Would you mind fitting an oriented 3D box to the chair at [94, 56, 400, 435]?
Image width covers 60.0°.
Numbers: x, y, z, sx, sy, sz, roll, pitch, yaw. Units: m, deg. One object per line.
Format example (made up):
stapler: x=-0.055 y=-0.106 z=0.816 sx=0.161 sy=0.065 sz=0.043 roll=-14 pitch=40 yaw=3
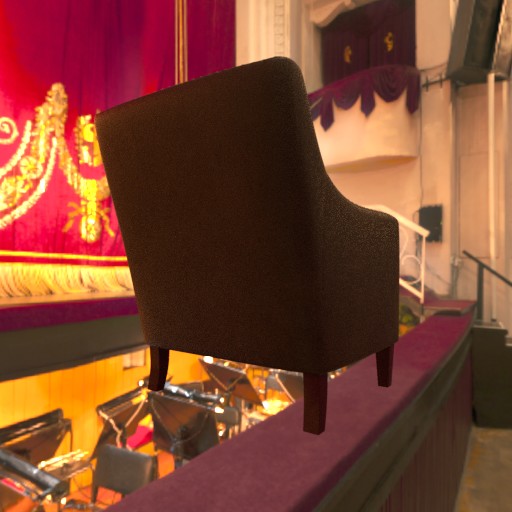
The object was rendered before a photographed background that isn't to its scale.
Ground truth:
chair: x=0.000 y=0.000 z=1.305 sx=0.639 sy=0.813 sz=0.704 roll=0 pitch=0 yaw=36
